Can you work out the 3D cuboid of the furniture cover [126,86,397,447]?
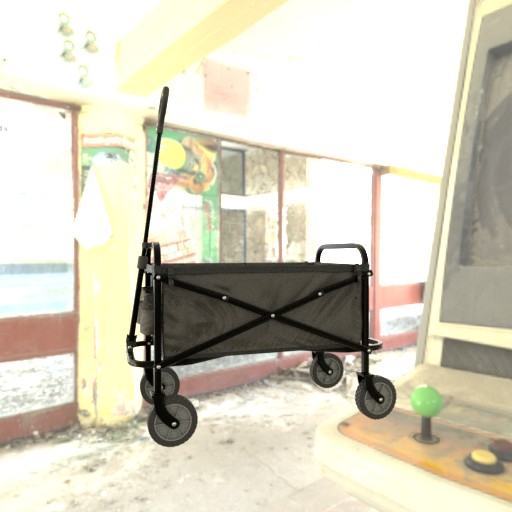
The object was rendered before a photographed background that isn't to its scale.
[{"bbox_3d":[0.000,0.000,1.838,1.038,1.295,0.532,0,0,-18],"label":"furniture cover"}]
